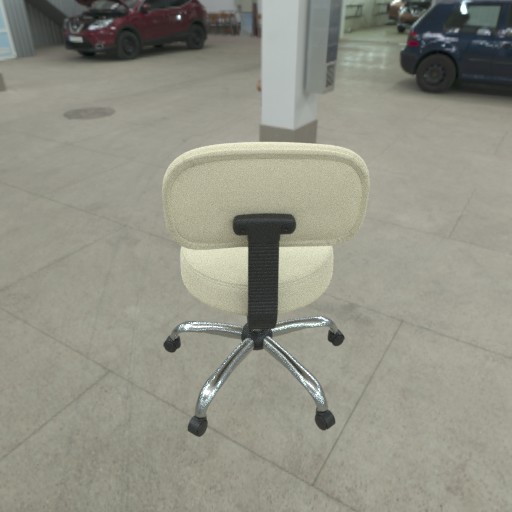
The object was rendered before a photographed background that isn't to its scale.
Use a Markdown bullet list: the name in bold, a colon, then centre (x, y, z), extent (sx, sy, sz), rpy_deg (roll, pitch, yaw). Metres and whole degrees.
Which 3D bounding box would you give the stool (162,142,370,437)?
- **stool**: centre (0.000, 0.000, 1.230), extent (0.609, 0.810, 0.616), rpy_deg (-2, 31, -3)
